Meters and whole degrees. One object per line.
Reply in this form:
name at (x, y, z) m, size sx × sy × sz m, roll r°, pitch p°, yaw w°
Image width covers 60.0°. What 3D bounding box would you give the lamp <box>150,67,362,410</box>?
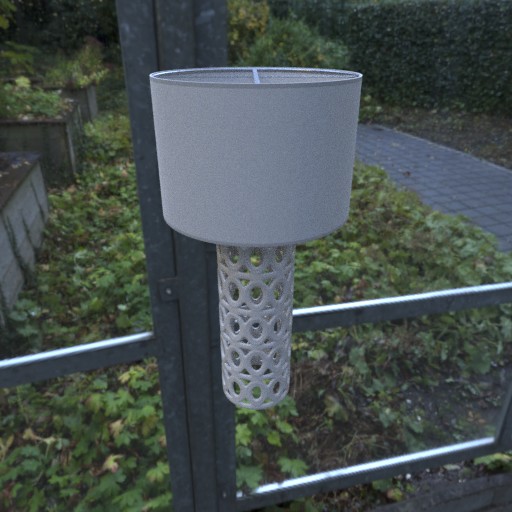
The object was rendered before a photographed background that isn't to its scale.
lamp at (0.000, 0.000, 0.833) m, size 0.324 × 0.636 × 0.325 m, roll 0°, pitch 26°, yaw -1°
